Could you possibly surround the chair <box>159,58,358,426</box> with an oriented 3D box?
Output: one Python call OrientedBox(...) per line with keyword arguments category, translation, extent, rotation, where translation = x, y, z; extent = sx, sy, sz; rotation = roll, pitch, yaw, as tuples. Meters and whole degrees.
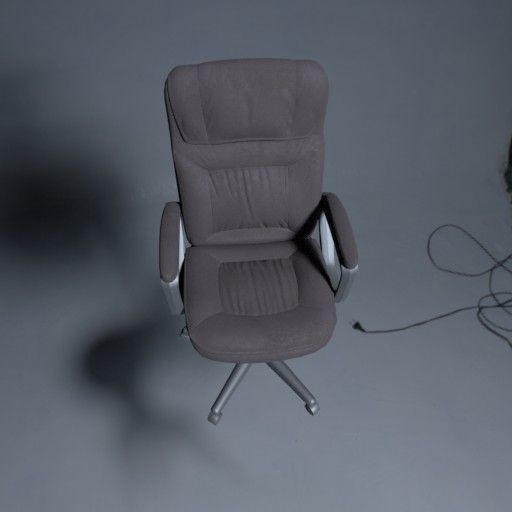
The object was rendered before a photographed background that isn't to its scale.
OrientedBox(category="chair", translation=(0.000, 0.000, 1.547), extent=(0.667, 1.105, 0.724), rotation=(-4, 47, -4))
